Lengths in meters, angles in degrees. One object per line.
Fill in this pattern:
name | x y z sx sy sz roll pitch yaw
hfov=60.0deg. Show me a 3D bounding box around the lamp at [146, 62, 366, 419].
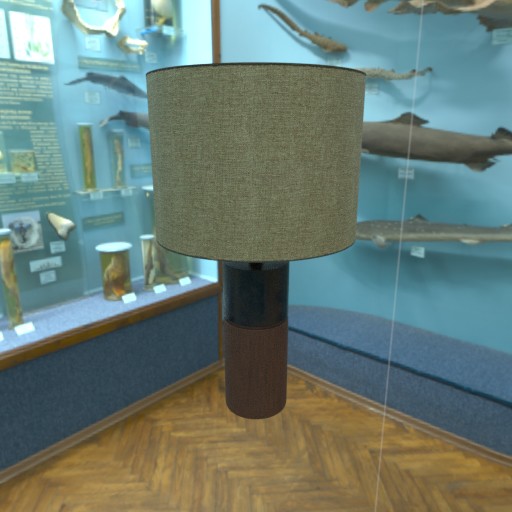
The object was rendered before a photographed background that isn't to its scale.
lamp | 0.000 0.000 0.465 0.202 0.350 0.202 0 16 0
